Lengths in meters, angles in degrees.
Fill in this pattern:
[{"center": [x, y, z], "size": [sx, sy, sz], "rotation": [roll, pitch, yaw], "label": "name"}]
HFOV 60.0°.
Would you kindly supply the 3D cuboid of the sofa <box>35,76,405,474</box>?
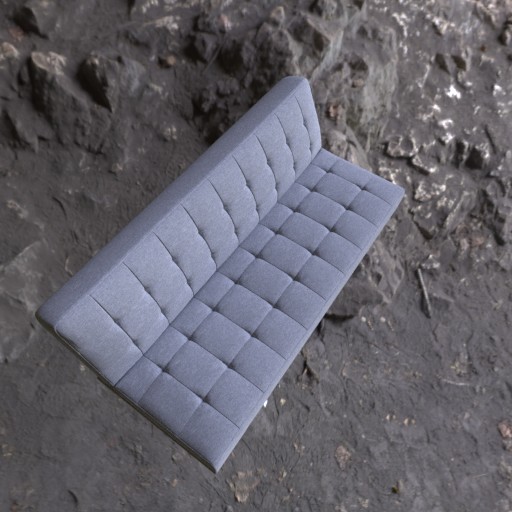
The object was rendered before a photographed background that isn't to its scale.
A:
[{"center": [0.000, 0.000, 2.246], "size": [0.860, 0.810, 1.800], "rotation": [31, 63, 18], "label": "sofa"}]
